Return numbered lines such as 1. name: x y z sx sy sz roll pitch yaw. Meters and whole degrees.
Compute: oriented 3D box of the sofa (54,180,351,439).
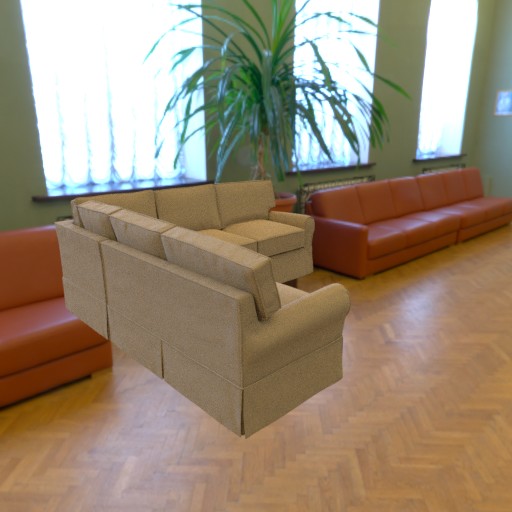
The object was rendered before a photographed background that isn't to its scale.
1. sofa: 0.000 0.000 4.240 2.733 1.124 2.730 -15 22 -41
